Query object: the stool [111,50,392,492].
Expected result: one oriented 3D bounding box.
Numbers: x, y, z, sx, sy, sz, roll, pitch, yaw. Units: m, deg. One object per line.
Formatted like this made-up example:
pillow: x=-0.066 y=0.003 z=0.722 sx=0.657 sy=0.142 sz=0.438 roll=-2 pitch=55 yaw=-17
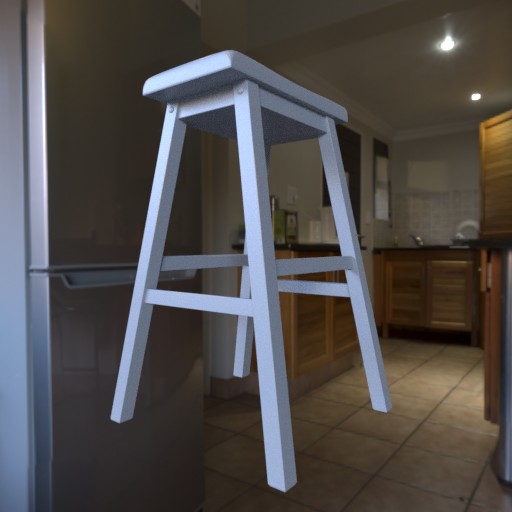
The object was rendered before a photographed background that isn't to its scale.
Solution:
stool: x=0.000 y=0.000 z=1.023 sx=0.476 sy=0.737 sz=0.457 roll=1 pitch=2 yaw=38
